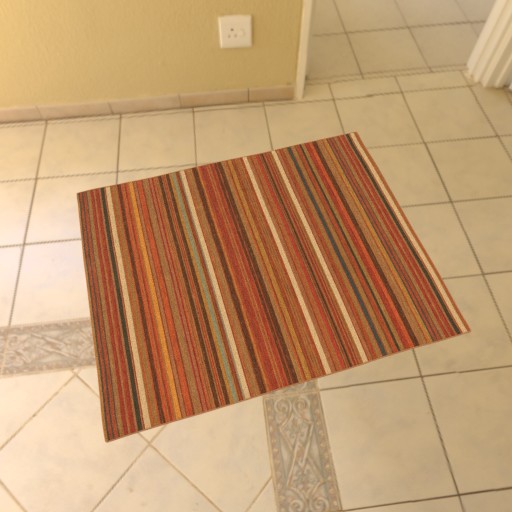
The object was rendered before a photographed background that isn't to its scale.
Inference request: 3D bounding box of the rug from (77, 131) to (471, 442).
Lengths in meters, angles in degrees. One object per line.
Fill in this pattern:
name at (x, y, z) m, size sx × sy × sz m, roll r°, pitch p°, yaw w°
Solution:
rug at (0.000, 0.000, 4.127) m, size 3.092 × 0.023 × 2.479 m, roll -14°, pitch 60°, yaw -8°
